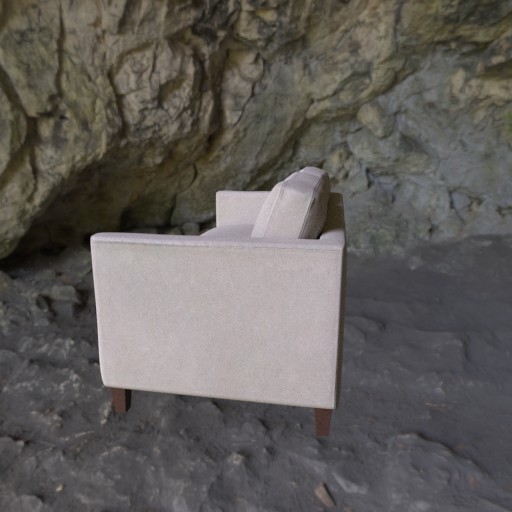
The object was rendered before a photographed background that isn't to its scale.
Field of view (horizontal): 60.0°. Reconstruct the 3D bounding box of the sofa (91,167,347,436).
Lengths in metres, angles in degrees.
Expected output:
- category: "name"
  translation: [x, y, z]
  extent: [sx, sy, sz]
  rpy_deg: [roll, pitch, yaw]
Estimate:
- category: "sofa"
  translation: [0.000, 0.000, 2.454]
  extent: [0.950, 0.940, 1.846]
  rpy_deg: [2, 14, 10]
